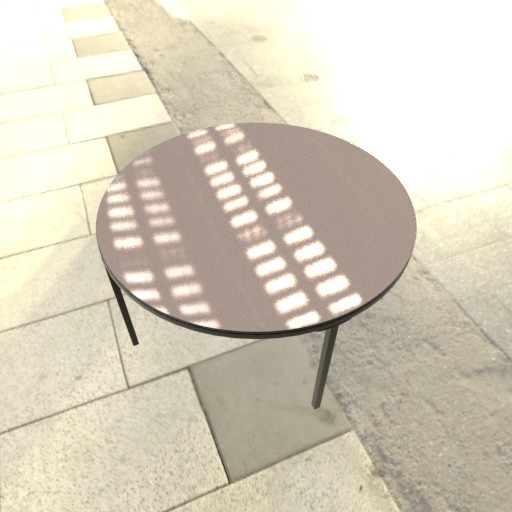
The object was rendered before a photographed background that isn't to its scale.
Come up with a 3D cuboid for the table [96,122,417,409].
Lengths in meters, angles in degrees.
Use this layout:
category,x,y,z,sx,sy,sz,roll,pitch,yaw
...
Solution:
category,x,y,z,sx,sy,sz,roll,pitch,yaw
table,0.000,0.000,1.279,0.800,0.400,0.800,0,46,0
